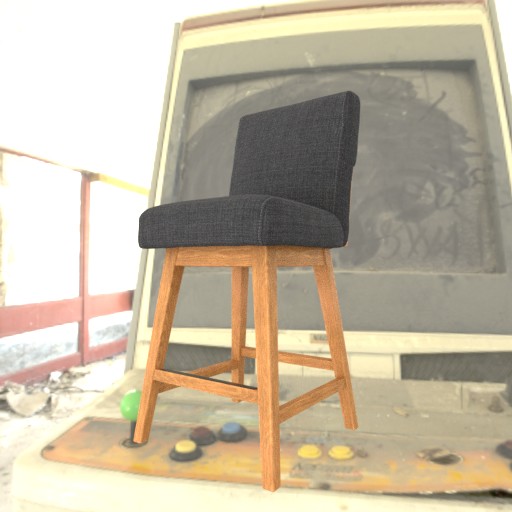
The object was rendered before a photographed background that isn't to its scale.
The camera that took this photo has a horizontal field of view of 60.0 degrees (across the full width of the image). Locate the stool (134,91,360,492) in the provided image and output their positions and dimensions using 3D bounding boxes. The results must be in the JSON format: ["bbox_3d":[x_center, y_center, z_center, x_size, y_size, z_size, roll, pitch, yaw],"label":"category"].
[{"bbox_3d":[0.000,0.000,1.283,0.459,1.010,0.526,0,-1,36],"label":"stool"}]
